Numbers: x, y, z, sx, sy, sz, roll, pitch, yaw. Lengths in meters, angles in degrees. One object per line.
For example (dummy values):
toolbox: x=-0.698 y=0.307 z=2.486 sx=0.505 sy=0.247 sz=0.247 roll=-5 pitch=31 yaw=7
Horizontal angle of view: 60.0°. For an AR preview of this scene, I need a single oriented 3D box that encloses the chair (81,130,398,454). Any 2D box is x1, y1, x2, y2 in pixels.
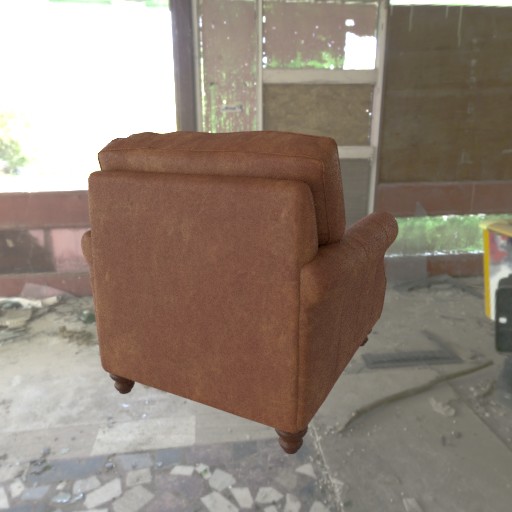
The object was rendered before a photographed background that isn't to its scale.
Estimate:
chair: x=0.000 y=0.000 z=1.765 sx=0.983 sy=0.962 sz=0.986 roll=8 pitch=18 yaw=27
